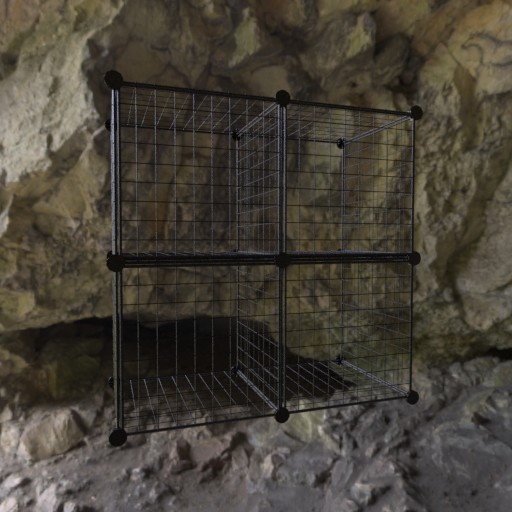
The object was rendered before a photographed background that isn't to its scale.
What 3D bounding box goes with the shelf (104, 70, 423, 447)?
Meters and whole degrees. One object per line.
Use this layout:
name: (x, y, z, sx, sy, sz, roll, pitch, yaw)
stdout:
shelf: (0.000, 0.000, 1.113, 0.711, 0.711, 0.356, -1, 2, -19)
